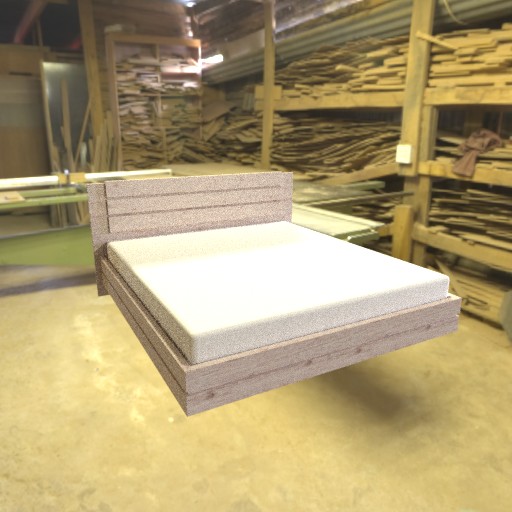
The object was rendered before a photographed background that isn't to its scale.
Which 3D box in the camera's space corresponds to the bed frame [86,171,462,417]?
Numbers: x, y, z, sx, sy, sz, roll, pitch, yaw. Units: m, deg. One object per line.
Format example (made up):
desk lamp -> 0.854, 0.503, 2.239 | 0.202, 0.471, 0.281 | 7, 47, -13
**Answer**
bed frame -> 0.000, 0.000, 3.239 | 1.950, 0.970, 2.080 | -9, 18, -27
